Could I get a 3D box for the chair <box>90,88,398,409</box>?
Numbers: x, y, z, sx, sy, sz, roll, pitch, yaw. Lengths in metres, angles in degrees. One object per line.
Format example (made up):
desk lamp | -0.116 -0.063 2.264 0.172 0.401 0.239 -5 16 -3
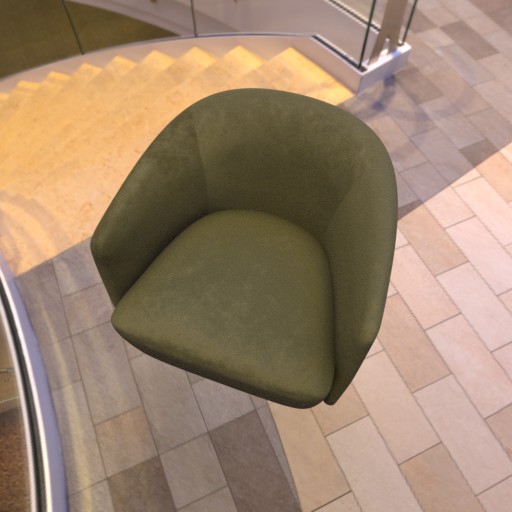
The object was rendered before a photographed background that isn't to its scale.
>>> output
chair | 0.000 0.000 1.401 0.773 0.698 0.767 17 60 10
